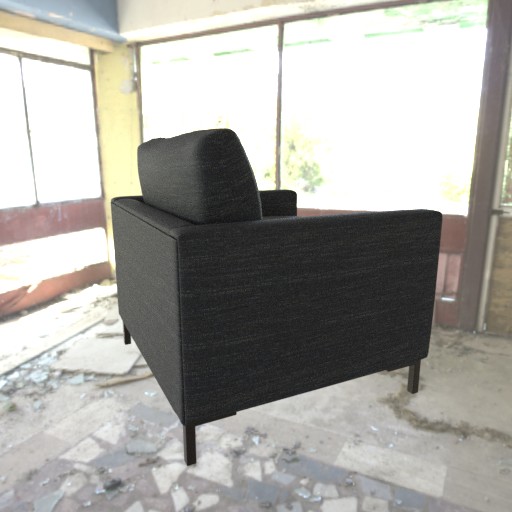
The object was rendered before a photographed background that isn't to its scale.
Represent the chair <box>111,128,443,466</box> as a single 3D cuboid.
[{"bbox_3d":[0.000,0.000,1.625,0.866,0.861,0.963,-6,14,-26],"label":"chair"}]
